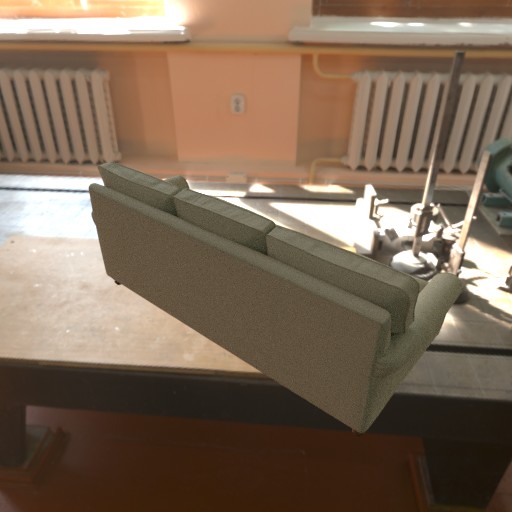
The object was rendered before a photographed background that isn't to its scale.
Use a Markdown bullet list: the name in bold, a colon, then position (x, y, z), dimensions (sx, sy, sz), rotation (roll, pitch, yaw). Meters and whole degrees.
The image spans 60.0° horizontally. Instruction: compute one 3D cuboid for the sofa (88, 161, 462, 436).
- **sofa**: position (0.000, 0.000, 2.850), dimensions (2.354, 0.948, 0.966), rotation (24, 39, 33)
